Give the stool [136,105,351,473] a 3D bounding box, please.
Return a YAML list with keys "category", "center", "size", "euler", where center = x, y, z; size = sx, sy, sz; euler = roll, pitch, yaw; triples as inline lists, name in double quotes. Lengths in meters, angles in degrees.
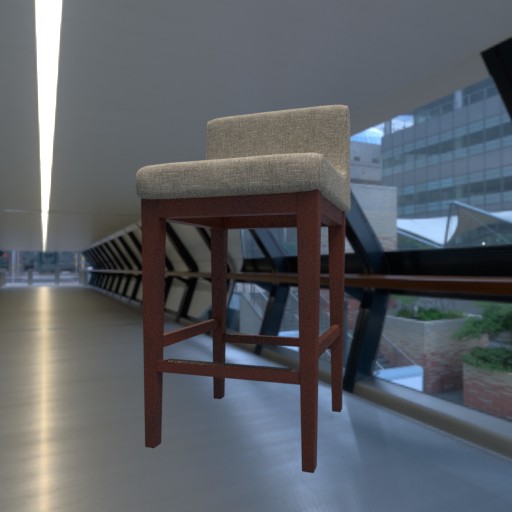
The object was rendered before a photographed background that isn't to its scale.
- category: "stool"
  center: [0.000, 0.000, 1.102]
  size: [0.417, 0.835, 0.459]
  euler: [0, -1, 19]
